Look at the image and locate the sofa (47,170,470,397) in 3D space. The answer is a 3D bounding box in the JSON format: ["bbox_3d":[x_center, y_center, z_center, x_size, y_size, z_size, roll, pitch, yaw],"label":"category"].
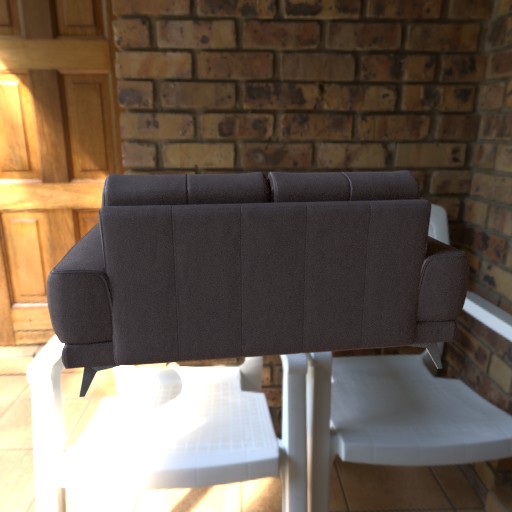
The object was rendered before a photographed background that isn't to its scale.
[{"bbox_3d":[0.000,0.000,2.297,1.806,0.907,1.018,-2,16,-8],"label":"sofa"}]
